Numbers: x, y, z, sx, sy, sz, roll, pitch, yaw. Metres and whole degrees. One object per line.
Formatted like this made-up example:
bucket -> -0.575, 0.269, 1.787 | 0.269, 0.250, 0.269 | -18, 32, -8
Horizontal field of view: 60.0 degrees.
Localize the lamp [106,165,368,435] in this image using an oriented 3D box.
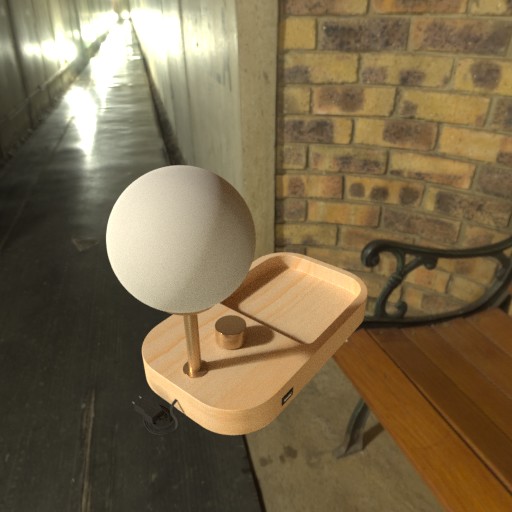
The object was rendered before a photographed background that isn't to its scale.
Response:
lamp -> 0.000, 0.000, 0.483 | 0.173, 0.253, 0.331 | 22, 37, 32
